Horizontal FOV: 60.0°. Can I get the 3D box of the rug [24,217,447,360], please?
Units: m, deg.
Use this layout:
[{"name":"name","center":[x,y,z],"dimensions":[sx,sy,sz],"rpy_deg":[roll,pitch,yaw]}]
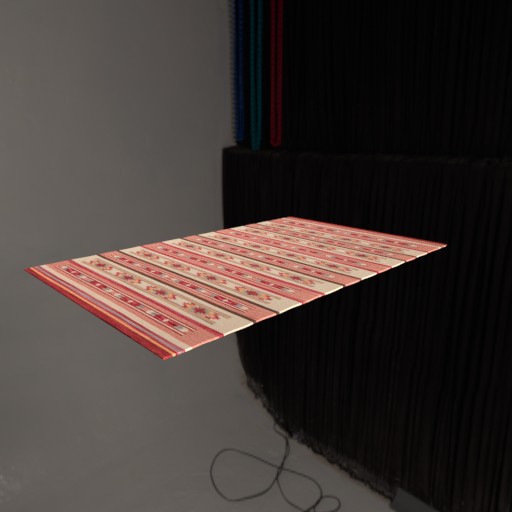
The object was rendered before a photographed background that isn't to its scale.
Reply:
[{"name":"rug","center":[0.000,0.000,2.967],"dimensions":[2.431,0.010,1.535],"rpy_deg":[-15,21,-42]}]
